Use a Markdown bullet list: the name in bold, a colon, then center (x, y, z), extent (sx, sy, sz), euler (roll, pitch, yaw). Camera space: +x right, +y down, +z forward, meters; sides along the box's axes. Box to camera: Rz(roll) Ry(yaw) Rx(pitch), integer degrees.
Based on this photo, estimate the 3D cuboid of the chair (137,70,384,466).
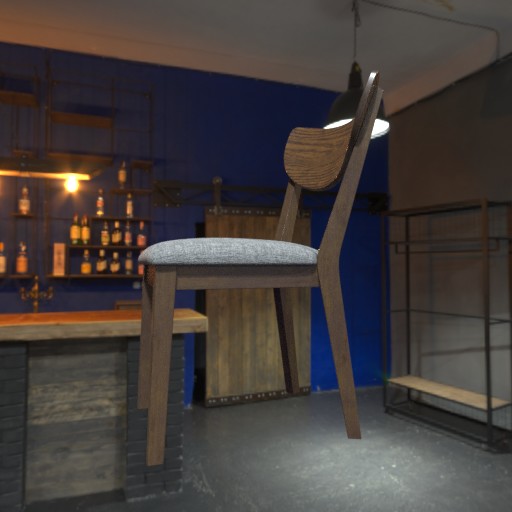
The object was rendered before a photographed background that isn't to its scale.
- **chair**: center (0.000, 0.000, 1.166), extent (0.583, 0.849, 0.491), euler (0, -1, -18)
